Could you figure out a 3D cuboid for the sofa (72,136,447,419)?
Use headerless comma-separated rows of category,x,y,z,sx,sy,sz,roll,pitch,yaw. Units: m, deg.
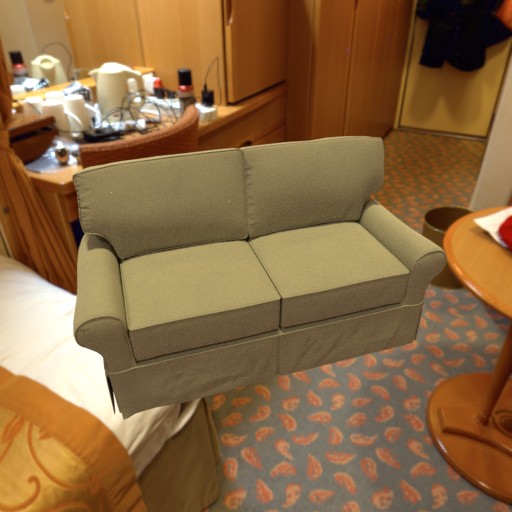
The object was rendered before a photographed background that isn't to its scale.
sofa,0.000,0.000,2.362,1.823,1.024,0.841,-10,34,-15
